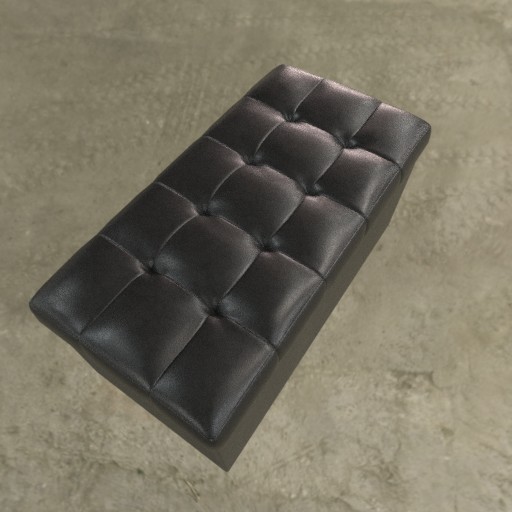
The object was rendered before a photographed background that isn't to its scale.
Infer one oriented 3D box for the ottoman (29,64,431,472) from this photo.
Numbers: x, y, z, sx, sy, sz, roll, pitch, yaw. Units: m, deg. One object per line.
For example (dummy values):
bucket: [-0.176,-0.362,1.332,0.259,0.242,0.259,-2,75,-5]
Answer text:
ottoman: [0.000,0.000,1.063,0.432,0.470,0.838,30,63,17]
